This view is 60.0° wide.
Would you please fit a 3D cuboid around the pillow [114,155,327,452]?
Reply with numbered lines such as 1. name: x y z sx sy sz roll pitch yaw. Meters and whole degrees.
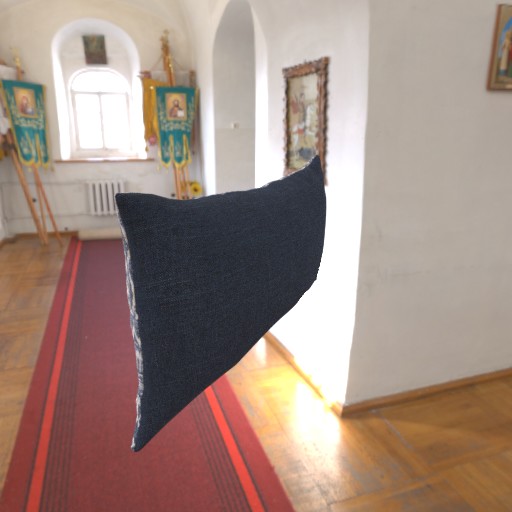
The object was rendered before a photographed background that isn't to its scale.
1. pillow: 0.000 0.000 0.726 0.148 0.292 0.631 8 19 25
